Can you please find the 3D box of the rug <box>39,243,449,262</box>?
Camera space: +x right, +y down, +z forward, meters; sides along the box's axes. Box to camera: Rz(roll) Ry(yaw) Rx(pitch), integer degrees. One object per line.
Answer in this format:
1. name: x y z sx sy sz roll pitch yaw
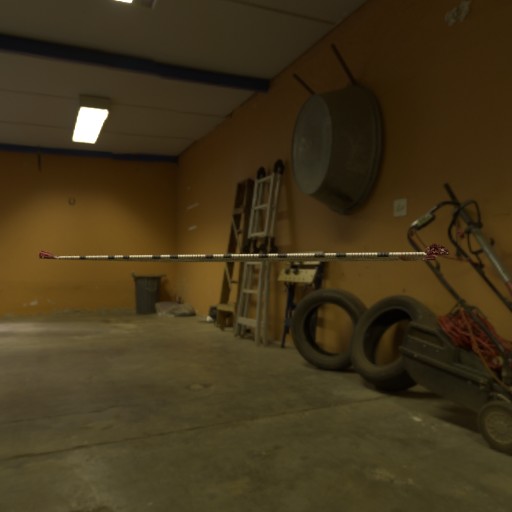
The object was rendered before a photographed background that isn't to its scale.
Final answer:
1. rug: 0.000 0.000 3.429 2.672 0.066 1.741 -1 -2 19
